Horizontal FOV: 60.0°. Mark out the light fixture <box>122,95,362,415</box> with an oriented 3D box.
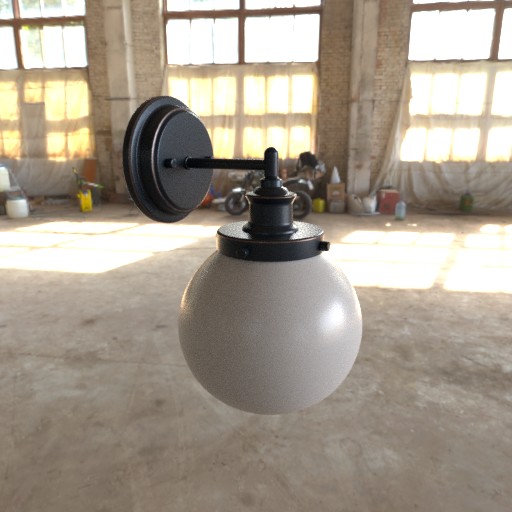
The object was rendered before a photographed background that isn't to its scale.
[{"bbox_3d":[0.000,0.000,0.473,0.230,0.332,0.197,7,16,26],"label":"light fixture"}]
